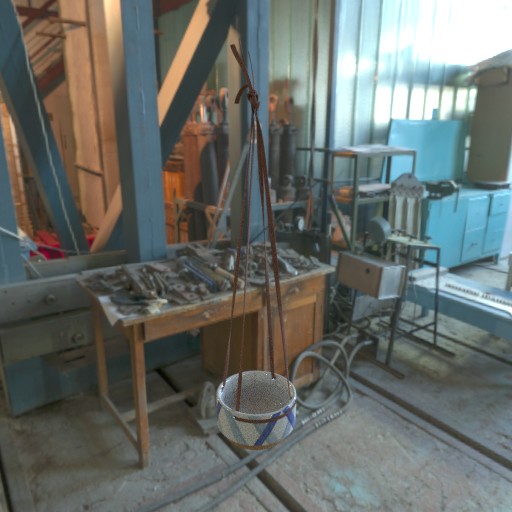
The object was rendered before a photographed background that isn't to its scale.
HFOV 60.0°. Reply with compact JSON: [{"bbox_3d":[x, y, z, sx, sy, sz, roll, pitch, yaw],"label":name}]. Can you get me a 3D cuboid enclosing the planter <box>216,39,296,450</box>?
[{"bbox_3d":[0.000,0.000,0.824,0.166,0.751,0.166,3,16,9],"label":"planter"}]
